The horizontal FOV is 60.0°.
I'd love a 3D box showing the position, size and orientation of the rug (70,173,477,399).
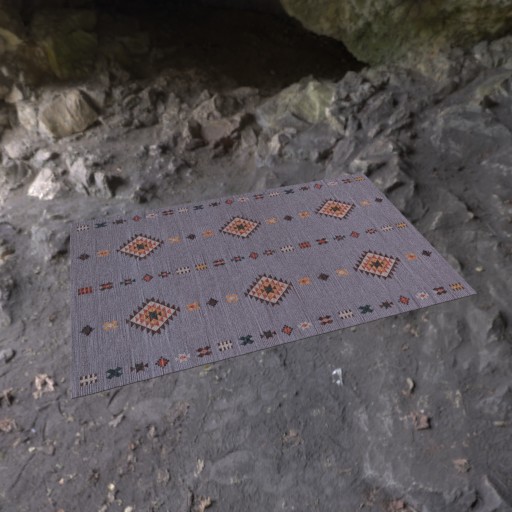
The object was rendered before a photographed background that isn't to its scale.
[{"bbox_3d":[0.000,0.000,3.041,2.427,0.007,1.515,-12,43,-13],"label":"rug"}]
